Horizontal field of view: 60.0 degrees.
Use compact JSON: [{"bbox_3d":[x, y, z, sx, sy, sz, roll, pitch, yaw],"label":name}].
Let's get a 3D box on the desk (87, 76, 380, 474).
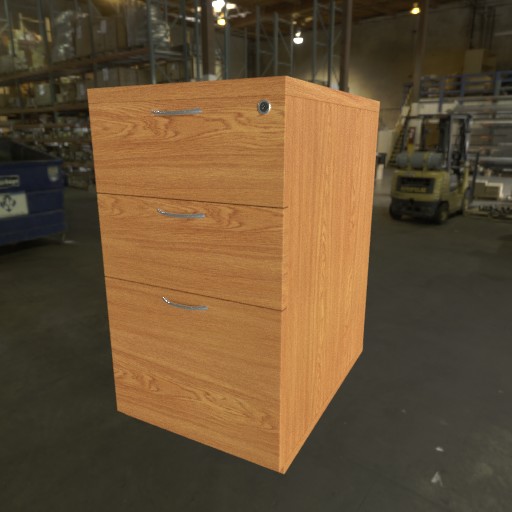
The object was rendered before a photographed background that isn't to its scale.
[{"bbox_3d":[0.000,0.000,1.072,0.404,0.730,0.600,8,17,27],"label":"desk"}]
